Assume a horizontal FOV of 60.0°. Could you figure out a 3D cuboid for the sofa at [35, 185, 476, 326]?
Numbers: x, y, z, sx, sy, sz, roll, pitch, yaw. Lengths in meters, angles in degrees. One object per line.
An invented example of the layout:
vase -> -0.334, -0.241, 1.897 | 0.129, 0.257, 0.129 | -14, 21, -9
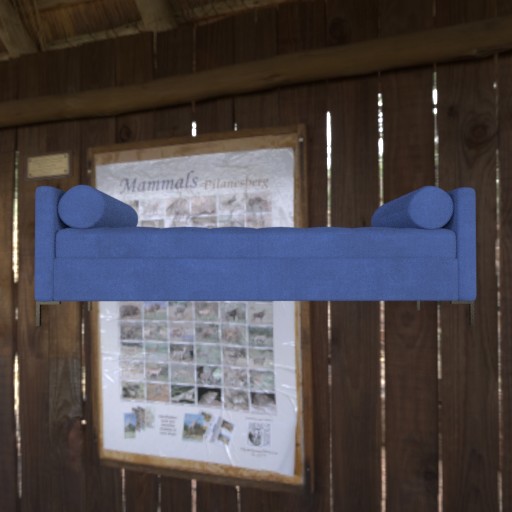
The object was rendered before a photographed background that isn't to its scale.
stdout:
sofa -> 0.000, 0.000, 2.318 | 1.981, 0.635, 0.686 | 0, -1, -1
